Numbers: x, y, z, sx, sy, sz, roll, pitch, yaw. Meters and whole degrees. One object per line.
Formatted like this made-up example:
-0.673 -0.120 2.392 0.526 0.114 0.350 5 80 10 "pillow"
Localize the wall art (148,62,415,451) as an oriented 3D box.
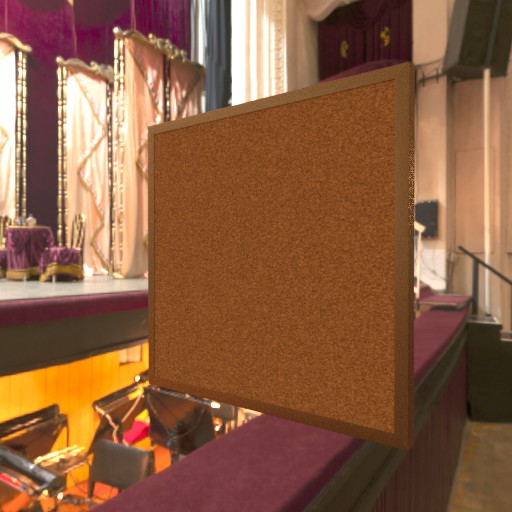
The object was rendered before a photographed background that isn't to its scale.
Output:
0.000 0.000 1.110 0.767 0.765 0.036 0 1 36 "wall art"
